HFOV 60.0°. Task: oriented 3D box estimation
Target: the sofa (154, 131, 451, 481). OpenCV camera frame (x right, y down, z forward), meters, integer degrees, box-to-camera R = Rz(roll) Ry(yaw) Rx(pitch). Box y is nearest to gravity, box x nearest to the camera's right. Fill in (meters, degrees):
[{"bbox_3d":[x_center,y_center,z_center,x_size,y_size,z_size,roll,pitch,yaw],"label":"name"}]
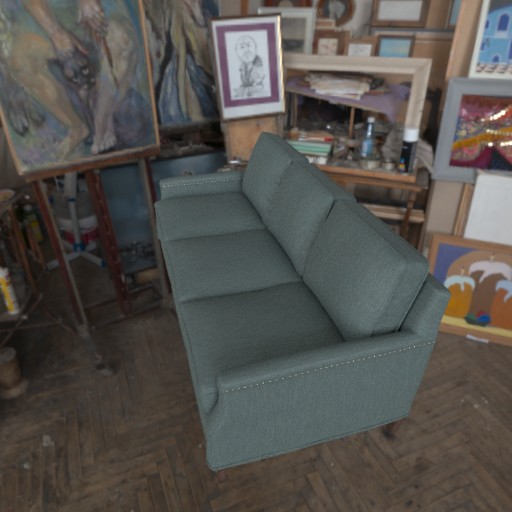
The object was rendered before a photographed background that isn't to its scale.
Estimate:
[{"bbox_3d":[0.000,0.000,2.770,1.084,1.003,2.246,-9,32,-14],"label":"sofa"}]
